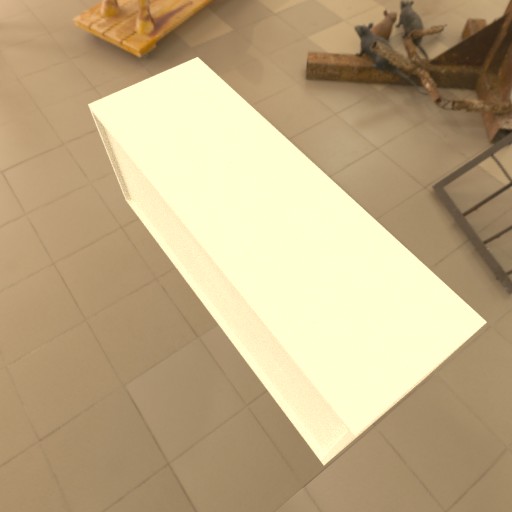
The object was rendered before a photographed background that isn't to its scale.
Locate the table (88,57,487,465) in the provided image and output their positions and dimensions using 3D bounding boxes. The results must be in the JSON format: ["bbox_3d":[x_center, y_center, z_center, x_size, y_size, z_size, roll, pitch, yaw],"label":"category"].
[{"bbox_3d":[0.000,0.000,1.805,0.508,0.769,1.500,-32,64,-18],"label":"table"}]
